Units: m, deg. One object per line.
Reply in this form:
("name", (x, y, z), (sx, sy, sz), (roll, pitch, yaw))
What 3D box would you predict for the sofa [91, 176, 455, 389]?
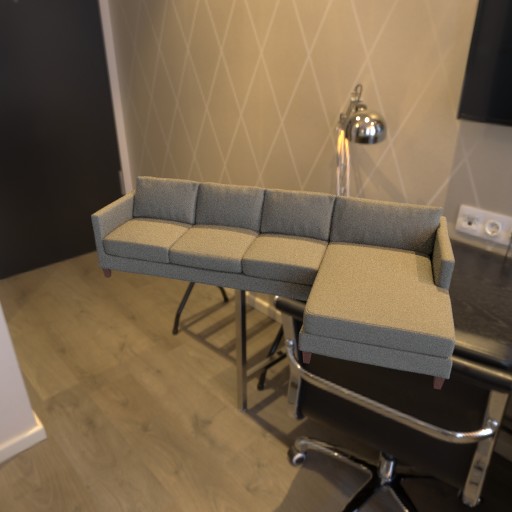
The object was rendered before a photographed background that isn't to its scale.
("sofa", (0.000, 0.000, 3.917), (3.186, 0.861, 1.625), (8, 28, 15))
